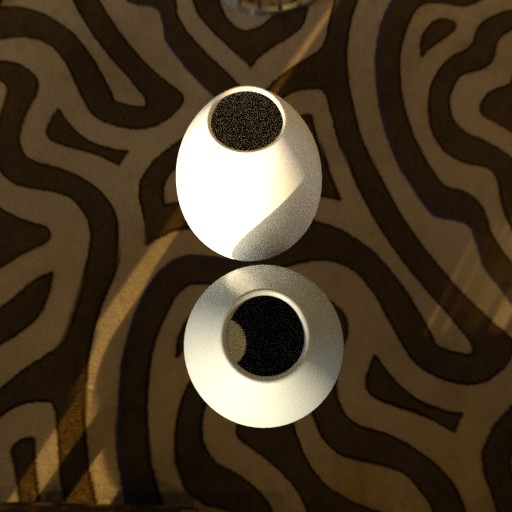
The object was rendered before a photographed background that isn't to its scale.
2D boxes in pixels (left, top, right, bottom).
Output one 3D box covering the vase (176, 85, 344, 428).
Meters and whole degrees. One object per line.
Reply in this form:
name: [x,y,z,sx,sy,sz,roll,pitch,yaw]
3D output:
vase: [0.000,0.000,0.251,0.089,0.131,0.187,-5,77,-1]
